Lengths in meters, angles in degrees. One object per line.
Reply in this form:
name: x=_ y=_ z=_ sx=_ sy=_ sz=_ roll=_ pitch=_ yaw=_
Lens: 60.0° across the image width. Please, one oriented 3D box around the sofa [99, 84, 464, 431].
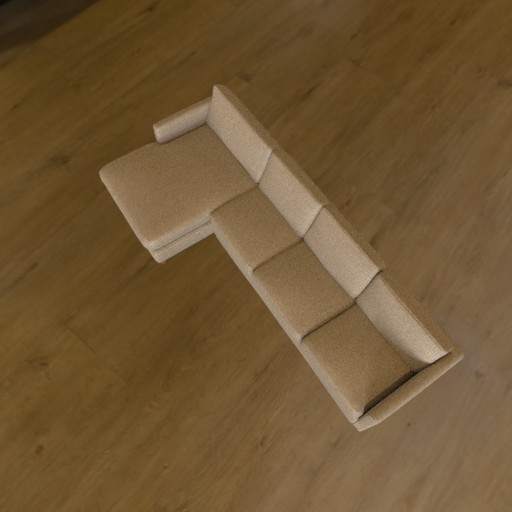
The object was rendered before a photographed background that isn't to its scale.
sofa: x=0.000 y=0.000 z=3.770 sx=1.502 sy=0.876 sz=3.201 roll=-31 pitch=67 yaw=-15
